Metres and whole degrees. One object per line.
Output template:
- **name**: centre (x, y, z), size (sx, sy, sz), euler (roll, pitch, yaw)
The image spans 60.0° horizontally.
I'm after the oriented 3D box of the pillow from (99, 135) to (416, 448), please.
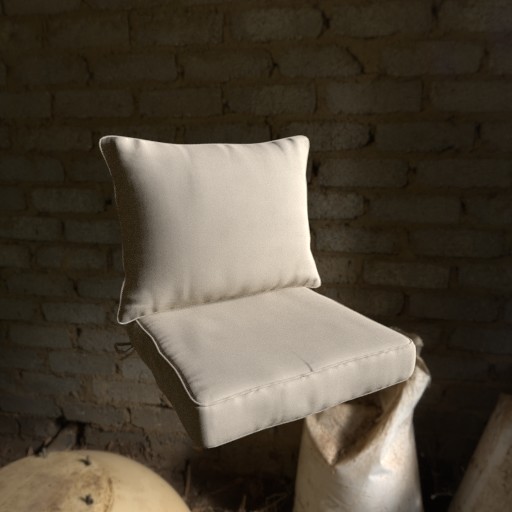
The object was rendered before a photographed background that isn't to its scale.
- **pillow**: centre (0.000, 0.000, 1.357), size (0.798, 0.716, 0.733), euler (-8, 17, -28)
